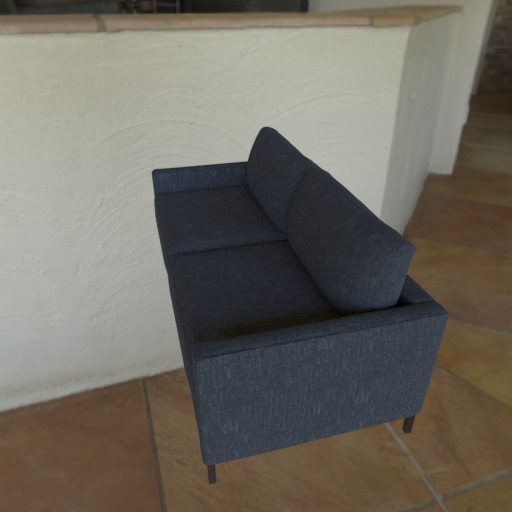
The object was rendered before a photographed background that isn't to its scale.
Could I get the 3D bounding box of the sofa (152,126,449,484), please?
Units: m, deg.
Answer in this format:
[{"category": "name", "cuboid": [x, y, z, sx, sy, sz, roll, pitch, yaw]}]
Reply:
[{"category": "sofa", "cuboid": [0.000, 0.000, 2.147, 0.866, 0.862, 1.716, -8, 31, -13]}]
